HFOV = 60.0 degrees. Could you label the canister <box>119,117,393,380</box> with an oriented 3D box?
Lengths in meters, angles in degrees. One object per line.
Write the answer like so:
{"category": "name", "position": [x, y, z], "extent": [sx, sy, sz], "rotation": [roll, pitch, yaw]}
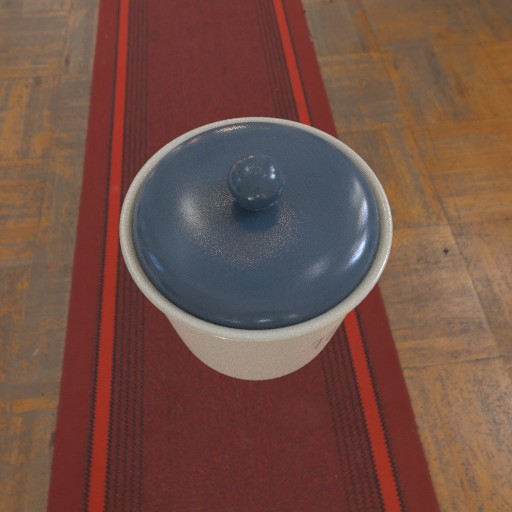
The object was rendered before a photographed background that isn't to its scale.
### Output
{"category": "canister", "position": [0.000, 0.000, 0.348], "extent": [0.182, 0.208, 0.182], "rotation": [0, 59, 0]}
